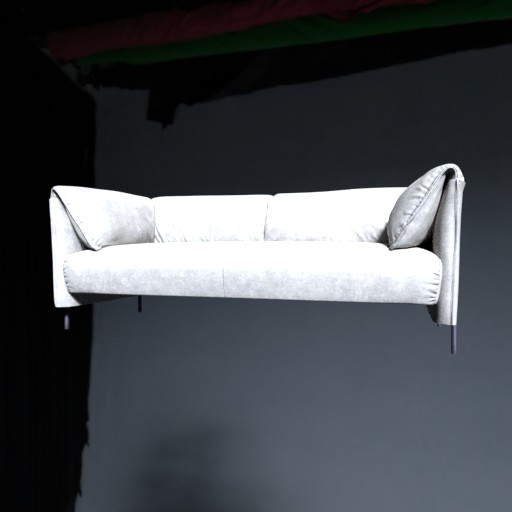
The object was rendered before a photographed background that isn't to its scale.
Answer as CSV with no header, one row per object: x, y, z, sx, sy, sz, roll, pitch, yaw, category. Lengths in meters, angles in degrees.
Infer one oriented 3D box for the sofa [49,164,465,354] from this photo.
0.000,0.000,2.299,1.878,0.747,0.905,0,0,18,sofa
